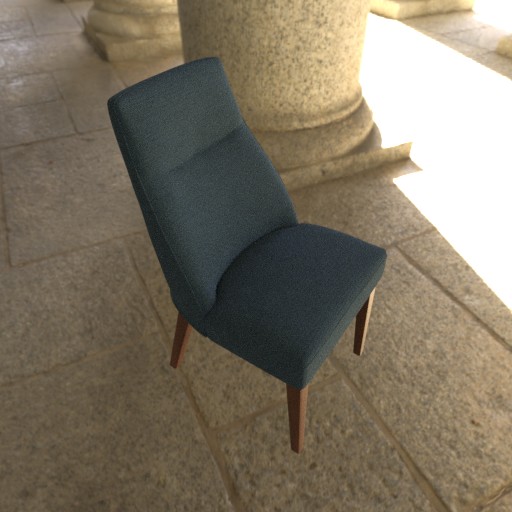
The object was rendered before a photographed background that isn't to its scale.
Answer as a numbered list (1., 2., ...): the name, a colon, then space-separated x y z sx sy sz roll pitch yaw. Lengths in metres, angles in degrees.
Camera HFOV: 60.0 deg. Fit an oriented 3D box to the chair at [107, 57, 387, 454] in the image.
1. chair: 0.000 0.000 1.273 0.620 0.930 0.500 25 47 25
